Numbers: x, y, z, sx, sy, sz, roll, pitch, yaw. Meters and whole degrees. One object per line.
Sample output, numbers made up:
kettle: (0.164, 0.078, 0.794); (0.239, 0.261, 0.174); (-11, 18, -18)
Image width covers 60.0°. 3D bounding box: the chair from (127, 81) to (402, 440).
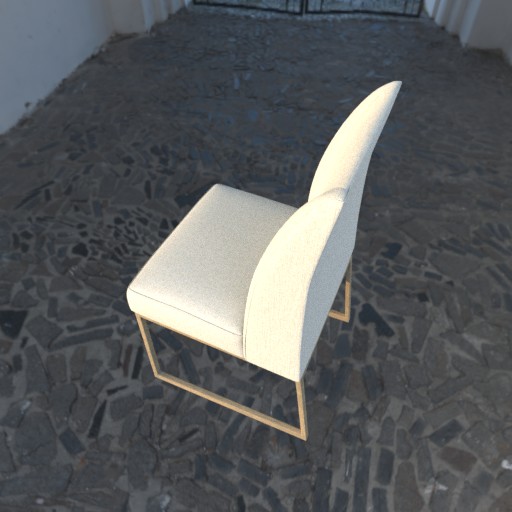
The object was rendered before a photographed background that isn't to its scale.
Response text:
chair: (0.000, 0.000, 1.195); (0.522, 0.863, 0.508); (17, 48, 16)
